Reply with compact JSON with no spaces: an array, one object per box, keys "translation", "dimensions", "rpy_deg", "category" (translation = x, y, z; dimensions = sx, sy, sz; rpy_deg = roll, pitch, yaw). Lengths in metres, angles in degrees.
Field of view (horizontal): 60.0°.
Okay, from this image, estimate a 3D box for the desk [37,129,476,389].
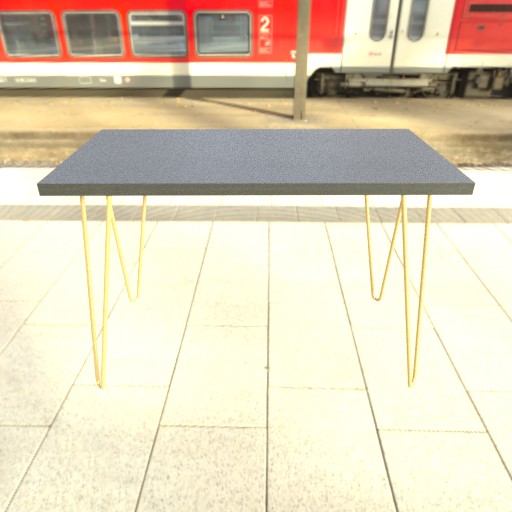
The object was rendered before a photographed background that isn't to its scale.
[{"translation":[0.000,0.000,1.379],"dimensions":[0.991,0.660,0.499],"rpy_deg":[0,30,0],"category":"desk"}]
